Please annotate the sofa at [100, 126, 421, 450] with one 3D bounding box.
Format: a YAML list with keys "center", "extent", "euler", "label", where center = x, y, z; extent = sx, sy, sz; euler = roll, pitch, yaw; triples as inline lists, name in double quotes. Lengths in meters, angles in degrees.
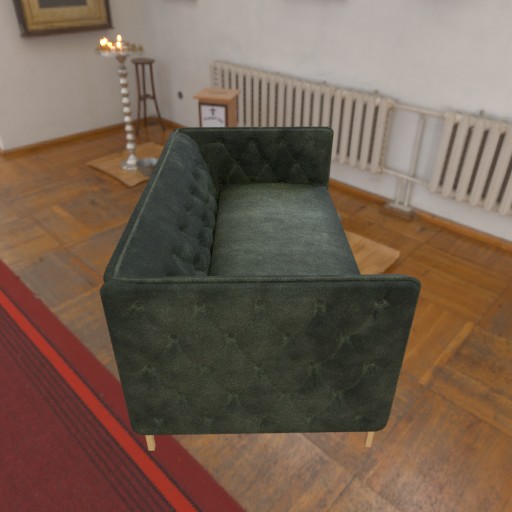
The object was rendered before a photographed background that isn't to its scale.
- center: [0.000, 0.000, 2.018]
  extent: [0.895, 0.768, 1.537]
  euler: [-1, 32, -1]
  label: "sofa"
